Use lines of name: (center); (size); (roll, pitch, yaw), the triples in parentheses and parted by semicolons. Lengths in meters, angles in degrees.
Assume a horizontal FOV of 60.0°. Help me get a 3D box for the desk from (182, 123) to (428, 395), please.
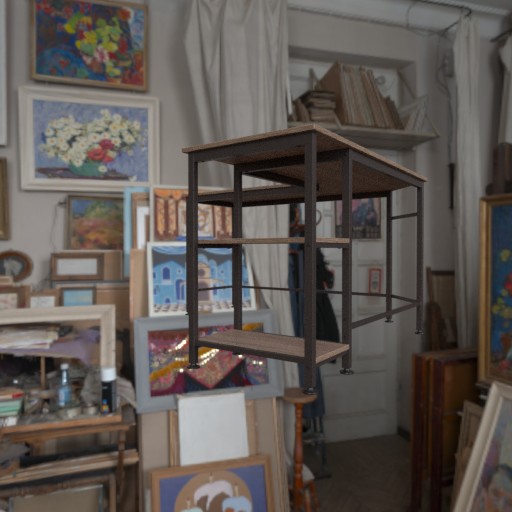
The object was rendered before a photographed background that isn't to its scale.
desk: (0.000, 0.000, 2.160); (1.379, 0.739, 1.379); (1, 1, 36)
